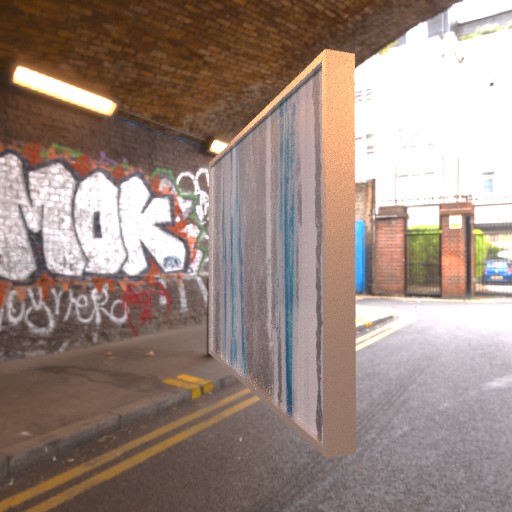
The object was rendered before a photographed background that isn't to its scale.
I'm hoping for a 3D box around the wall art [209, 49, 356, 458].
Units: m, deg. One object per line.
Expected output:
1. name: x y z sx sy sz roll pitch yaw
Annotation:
1. wall art: 0.000 0.000 1.379 0.066 0.801 1.056 0 -1 -19
